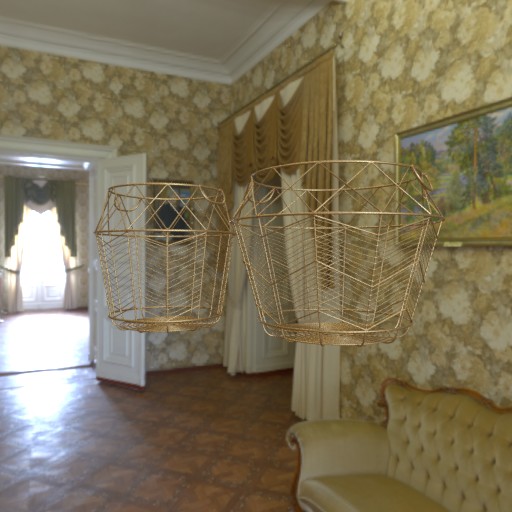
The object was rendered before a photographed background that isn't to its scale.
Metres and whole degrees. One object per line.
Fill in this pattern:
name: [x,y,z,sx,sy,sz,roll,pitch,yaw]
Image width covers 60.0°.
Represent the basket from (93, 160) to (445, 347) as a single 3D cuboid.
basket: [0.000,0.000,1.023,0.805,0.343,0.451,0,0,18]
